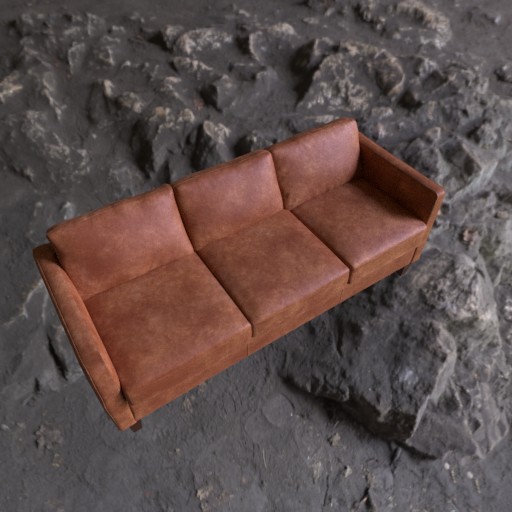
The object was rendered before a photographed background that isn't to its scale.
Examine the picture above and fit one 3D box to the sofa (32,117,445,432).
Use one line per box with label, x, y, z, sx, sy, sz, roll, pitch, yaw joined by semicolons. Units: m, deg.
sofa;0.000;0.000;2.955;2.464;1.006;1.045;-26;52;-22
